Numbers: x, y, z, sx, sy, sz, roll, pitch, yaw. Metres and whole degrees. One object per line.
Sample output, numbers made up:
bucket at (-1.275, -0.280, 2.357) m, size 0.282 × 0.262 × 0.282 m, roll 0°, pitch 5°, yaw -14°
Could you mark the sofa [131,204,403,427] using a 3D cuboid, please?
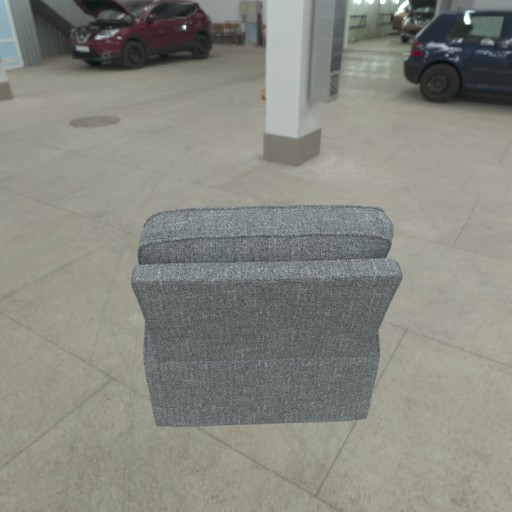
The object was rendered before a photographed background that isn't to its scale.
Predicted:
sofa at (0.000, 0.000, 2.014) m, size 0.861 × 0.959 × 1.472 m, roll -1°, pitch 30°, yaw -2°
